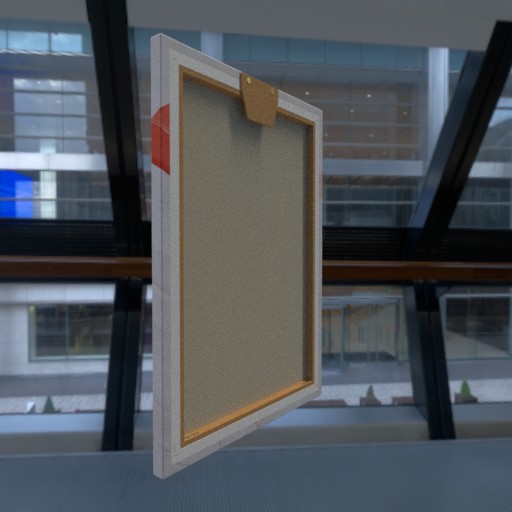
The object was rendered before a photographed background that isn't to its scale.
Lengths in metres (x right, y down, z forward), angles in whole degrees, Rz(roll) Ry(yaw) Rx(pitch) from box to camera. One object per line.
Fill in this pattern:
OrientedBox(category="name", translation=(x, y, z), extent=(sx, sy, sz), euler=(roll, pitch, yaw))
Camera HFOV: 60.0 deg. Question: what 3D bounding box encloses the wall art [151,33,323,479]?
OrientedBox(category="wall art", translation=(0.000, 0.000, 1.088), extent=(0.036, 0.848, 0.613), euler=(1, 2, 38))
